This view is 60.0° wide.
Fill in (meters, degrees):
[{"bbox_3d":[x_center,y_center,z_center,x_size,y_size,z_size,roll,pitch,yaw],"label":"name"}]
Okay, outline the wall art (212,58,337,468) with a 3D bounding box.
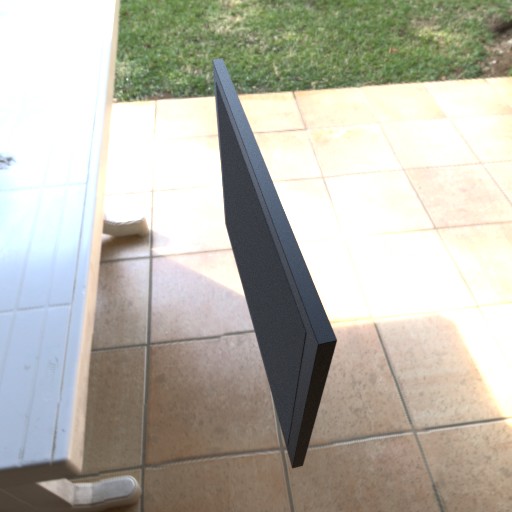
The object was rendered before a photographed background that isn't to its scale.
[{"bbox_3d":[0.000,0.000,0.563,0.016,0.306,0.432,-10,50,-9],"label":"wall art"}]
